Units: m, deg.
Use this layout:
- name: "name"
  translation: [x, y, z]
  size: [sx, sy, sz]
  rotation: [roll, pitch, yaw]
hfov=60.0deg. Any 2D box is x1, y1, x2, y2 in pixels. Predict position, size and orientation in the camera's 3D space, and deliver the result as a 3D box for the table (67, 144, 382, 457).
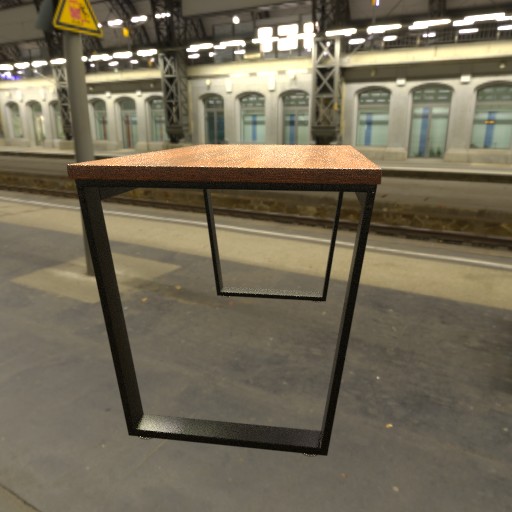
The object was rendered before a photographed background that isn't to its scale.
- name: "table"
  translation: [0.000, 0.000, 1.658]
  size: [0.714, 0.760, 1.205]
  rotation: [2, 16, 8]
